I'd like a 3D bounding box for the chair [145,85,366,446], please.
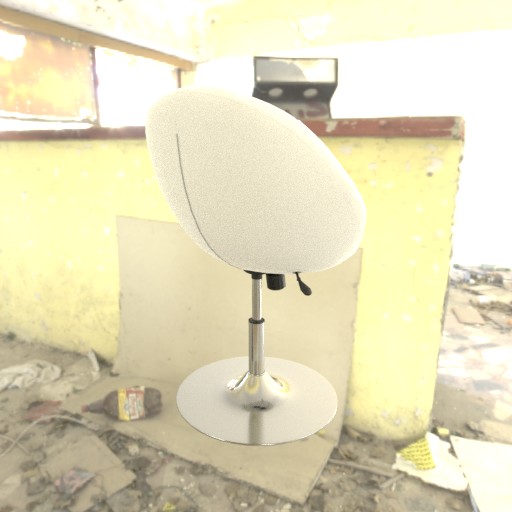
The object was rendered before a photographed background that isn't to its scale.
[{"bbox_3d":[0.000,0.000,1.820,0.736,1.261,0.940,-13,19,-43],"label":"chair"}]
